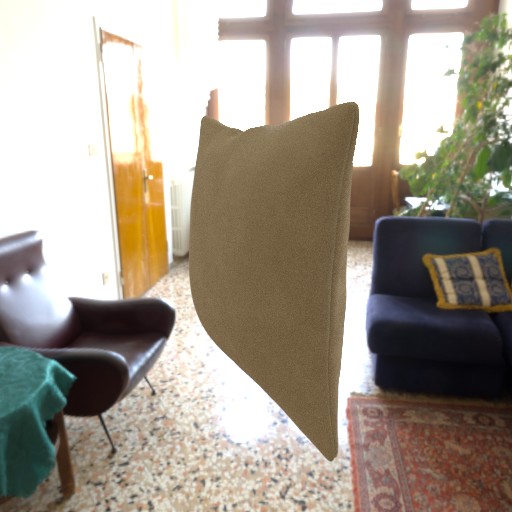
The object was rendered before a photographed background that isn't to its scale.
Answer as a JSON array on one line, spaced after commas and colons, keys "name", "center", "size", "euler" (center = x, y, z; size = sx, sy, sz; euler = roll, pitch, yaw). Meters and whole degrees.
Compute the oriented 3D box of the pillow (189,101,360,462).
[{"name": "pillow", "center": [0.000, 0.000, 0.670], "size": [0.162, 0.420, 0.437], "euler": [-8, 17, -26]}]
